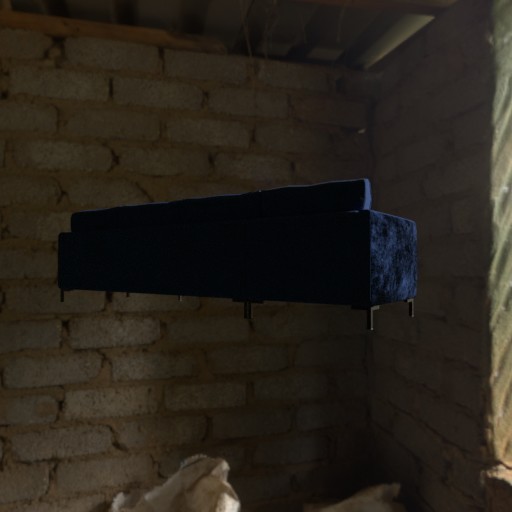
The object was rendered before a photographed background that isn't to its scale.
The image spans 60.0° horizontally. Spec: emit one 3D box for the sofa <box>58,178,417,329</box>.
[{"bbox_3d":[0.000,0.000,3.288,2.486,0.687,1.707,-1,-1,36],"label":"sofa"}]
